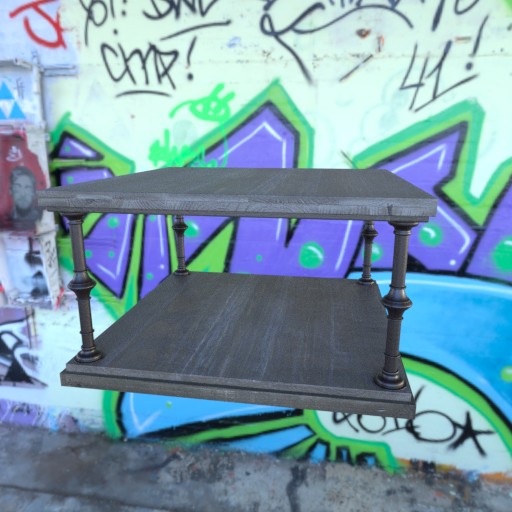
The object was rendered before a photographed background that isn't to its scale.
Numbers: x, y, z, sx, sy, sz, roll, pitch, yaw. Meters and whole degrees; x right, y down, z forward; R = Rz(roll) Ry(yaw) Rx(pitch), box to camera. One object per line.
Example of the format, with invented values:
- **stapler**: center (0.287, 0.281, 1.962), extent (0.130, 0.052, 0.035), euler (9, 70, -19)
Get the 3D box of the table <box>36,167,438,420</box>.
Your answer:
- **table**: center (0.000, 0.000, 1.135), extent (0.696, 0.400, 0.696), euler (2, 15, 9)
